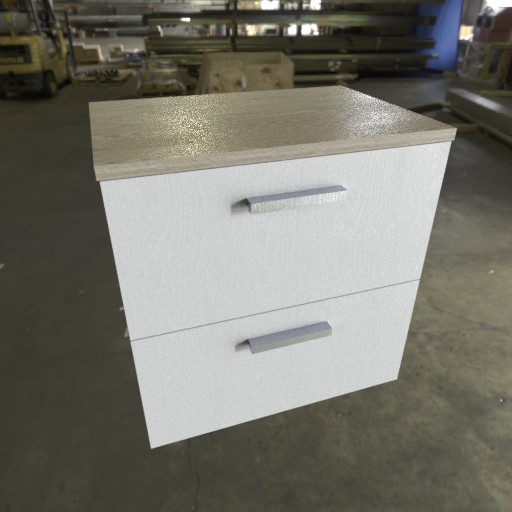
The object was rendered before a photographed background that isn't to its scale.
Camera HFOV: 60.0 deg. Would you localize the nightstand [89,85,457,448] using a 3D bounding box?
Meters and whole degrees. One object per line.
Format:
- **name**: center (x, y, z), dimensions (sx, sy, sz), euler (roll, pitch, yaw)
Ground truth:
- **nightstand**: center (0.000, 0.000, 0.741), dimensions (0.442, 0.461, 0.325), euler (-10, 32, -16)
